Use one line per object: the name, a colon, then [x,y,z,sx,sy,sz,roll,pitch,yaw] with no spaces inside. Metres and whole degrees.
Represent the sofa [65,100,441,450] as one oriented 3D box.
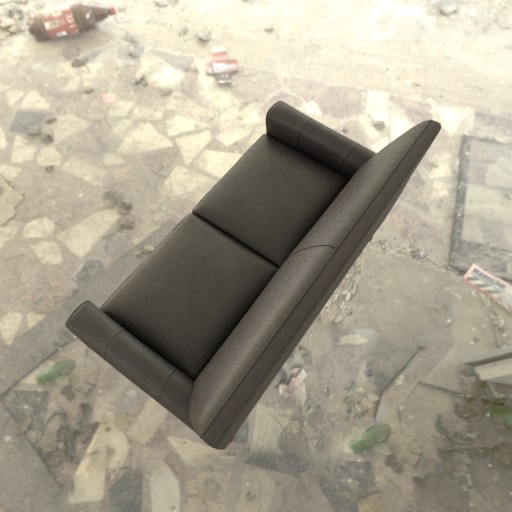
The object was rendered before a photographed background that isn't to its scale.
sofa: [0.000,0.000,1.982,0.787,0.871,1.473,33,67,16]
